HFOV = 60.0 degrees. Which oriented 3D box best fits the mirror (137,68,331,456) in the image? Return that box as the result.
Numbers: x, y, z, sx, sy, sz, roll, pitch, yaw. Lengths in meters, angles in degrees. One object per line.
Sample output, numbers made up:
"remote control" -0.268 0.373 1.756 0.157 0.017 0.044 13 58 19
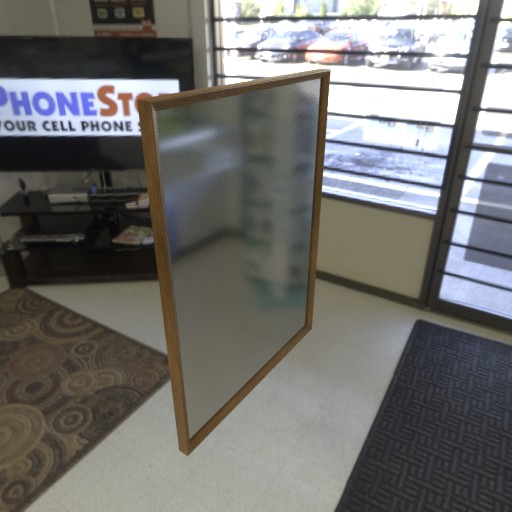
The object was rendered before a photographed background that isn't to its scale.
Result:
"mirror" 0.000 0.000 1.372 0.041 1.016 0.762 18 33 31
